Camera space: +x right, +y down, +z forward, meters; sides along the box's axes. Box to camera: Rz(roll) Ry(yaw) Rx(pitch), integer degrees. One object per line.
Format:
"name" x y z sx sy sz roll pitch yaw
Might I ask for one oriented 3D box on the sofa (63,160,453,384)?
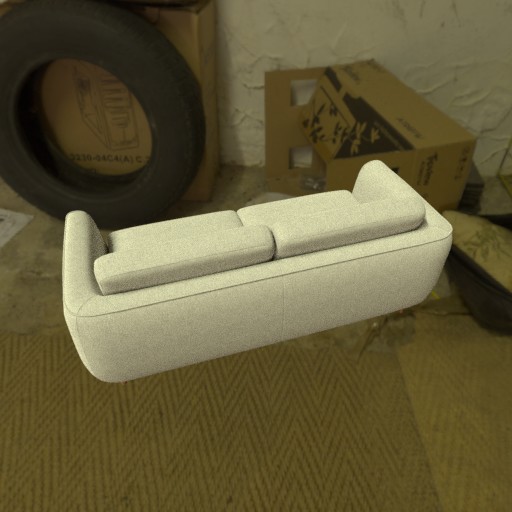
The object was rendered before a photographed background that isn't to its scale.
"sofa" 0.000 0.000 2.517 2.000 0.850 0.920 -12 43 -13
